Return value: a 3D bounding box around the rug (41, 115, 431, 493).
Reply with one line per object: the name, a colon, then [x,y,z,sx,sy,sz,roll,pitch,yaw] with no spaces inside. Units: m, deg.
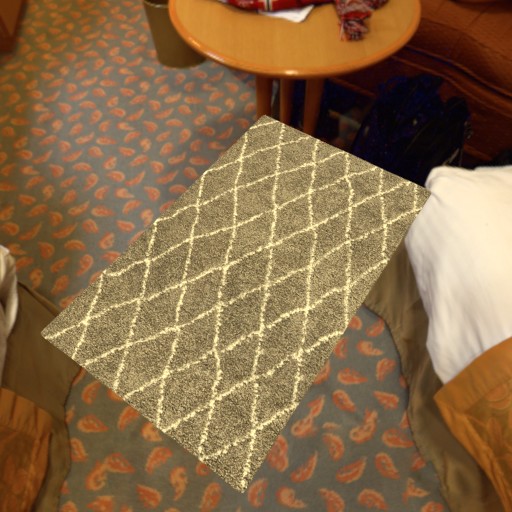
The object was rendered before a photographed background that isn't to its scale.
rug: [0.000,0.000,3.015,1.524,0.030,2.438,30,62,18]
